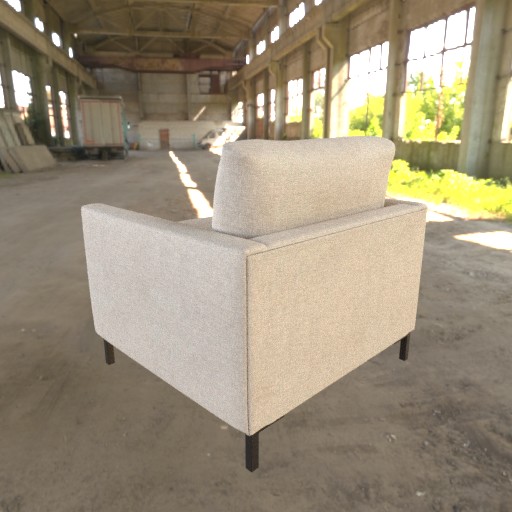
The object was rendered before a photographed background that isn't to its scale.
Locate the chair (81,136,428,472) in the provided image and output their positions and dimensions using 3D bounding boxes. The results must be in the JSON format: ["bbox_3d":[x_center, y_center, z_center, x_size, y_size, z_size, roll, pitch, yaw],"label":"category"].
[{"bbox_3d":[0.000,0.000,1.644,0.963,0.861,0.866,-15,22,-43],"label":"chair"}]
